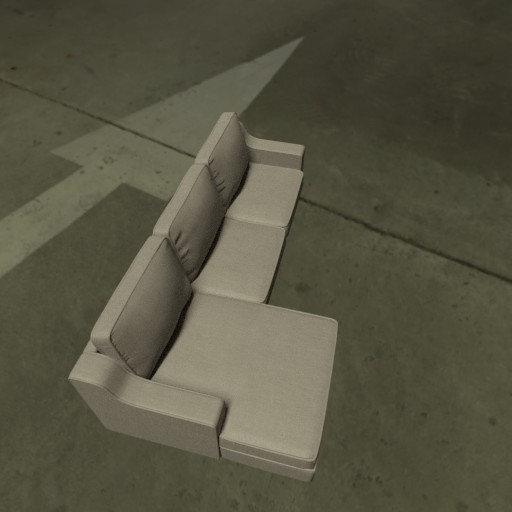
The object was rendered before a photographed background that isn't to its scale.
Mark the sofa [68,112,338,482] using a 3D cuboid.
[{"bbox_3d":[0.000,0.000,3.125,1.294,0.928,2.561,11,48,10],"label":"sofa"}]
